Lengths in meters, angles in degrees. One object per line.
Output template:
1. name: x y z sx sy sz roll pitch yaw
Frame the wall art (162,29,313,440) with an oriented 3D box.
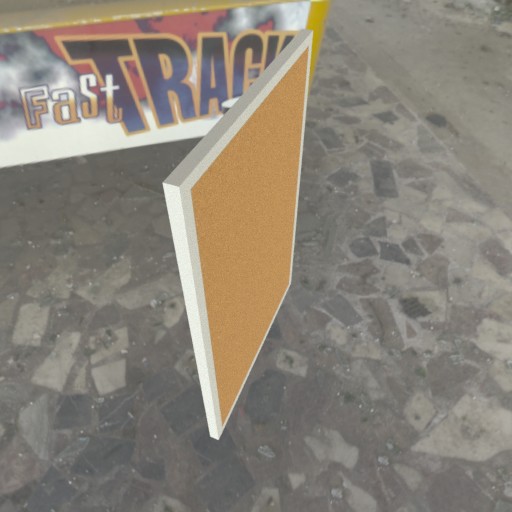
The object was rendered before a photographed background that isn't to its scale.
1. wall art: 0.000 0.000 0.551 0.013 0.433 0.303 16 49 15
